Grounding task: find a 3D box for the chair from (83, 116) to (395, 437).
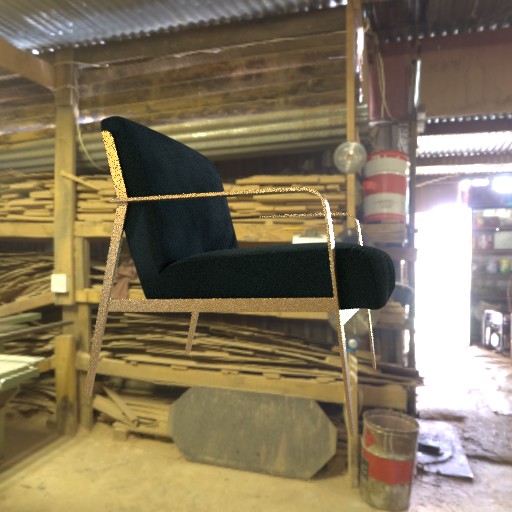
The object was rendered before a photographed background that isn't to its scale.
[{"bbox_3d":[0.000,0.000,1.458,0.859,0.831,0.692,0,0,19],"label":"chair"}]
